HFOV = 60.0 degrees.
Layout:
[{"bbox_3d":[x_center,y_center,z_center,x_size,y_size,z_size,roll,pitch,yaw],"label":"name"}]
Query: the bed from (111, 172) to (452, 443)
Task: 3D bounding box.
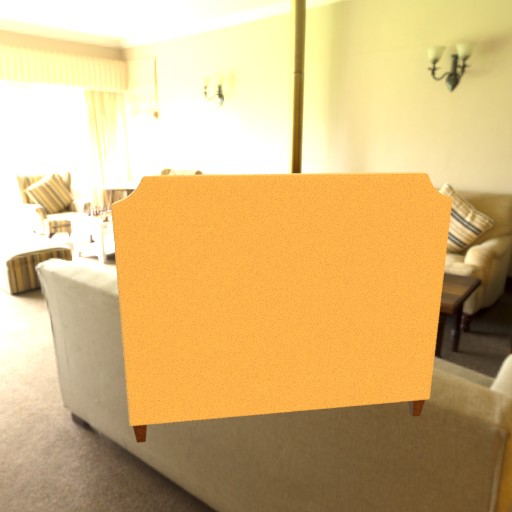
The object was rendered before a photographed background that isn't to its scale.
[{"bbox_3d":[0.000,0.000,3.398,1.703,1.415,2.329,-2,15,-8],"label":"bed"}]
